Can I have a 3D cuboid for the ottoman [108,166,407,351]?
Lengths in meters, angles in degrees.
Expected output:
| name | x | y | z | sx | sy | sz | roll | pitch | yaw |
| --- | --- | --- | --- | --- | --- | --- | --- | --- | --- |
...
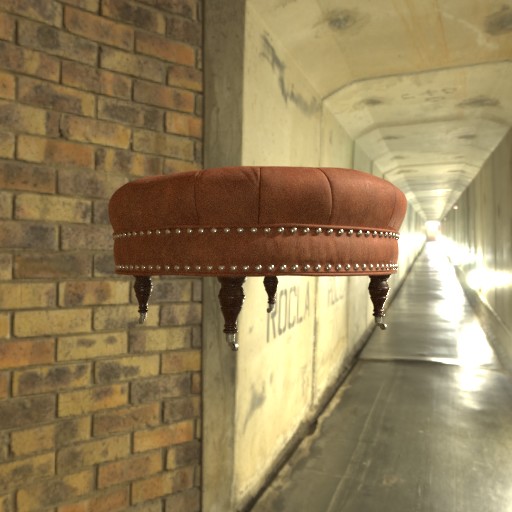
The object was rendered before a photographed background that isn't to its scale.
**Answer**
| name | x | y | z | sx | sy | sz | roll | pitch | yaw |
| --- | --- | --- | --- | --- | --- | --- | --- | --- | --- |
| ottoman | 0.000 | 0.000 | 1.388 | 0.901 | 0.444 | 0.901 | 0 | -1 | 0 |
